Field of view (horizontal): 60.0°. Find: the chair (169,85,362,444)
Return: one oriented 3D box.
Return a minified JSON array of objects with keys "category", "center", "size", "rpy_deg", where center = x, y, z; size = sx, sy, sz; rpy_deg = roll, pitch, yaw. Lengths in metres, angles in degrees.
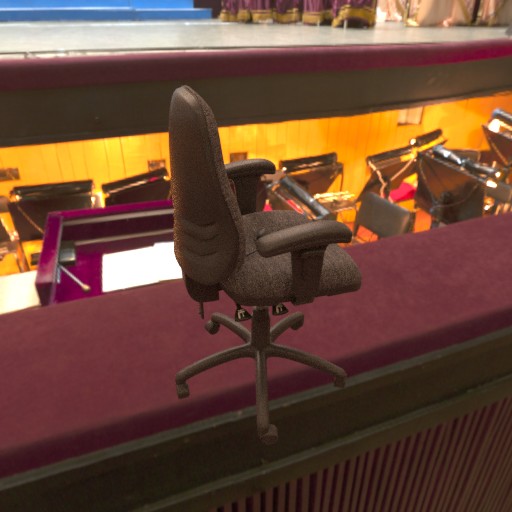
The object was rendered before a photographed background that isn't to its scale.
[{"category":"chair","center":[0.000,0.000,1.239],"size":[0.530,0.910,0.550],"rpy_deg":[-10,32,-17]}]
